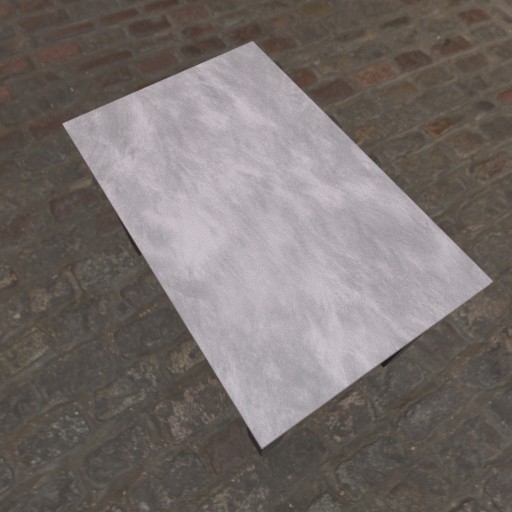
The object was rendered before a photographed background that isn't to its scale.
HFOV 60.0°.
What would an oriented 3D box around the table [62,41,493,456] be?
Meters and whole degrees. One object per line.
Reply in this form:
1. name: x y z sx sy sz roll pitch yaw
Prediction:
1. table: 0.000 0.000 1.559 0.700 0.734 1.100 -30 66 -15
